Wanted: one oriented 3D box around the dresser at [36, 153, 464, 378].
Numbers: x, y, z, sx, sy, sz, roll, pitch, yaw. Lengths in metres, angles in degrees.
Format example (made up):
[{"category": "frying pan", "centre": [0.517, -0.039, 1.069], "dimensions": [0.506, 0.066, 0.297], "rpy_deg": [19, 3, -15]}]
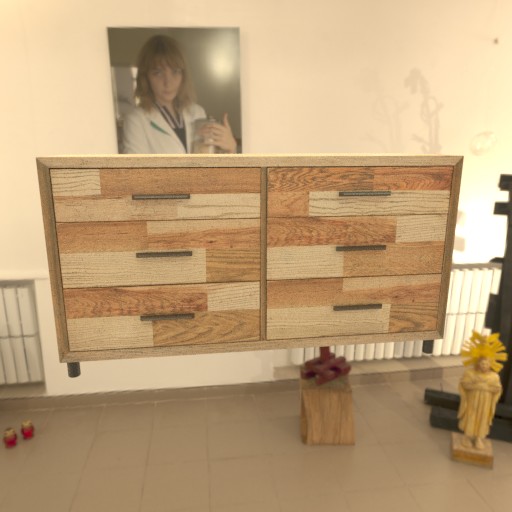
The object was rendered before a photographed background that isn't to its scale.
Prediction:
[{"category": "dresser", "centre": [0.000, 0.000, 1.878], "dimensions": [1.547, 0.834, 0.487], "rpy_deg": [-2, 14, -8]}]
